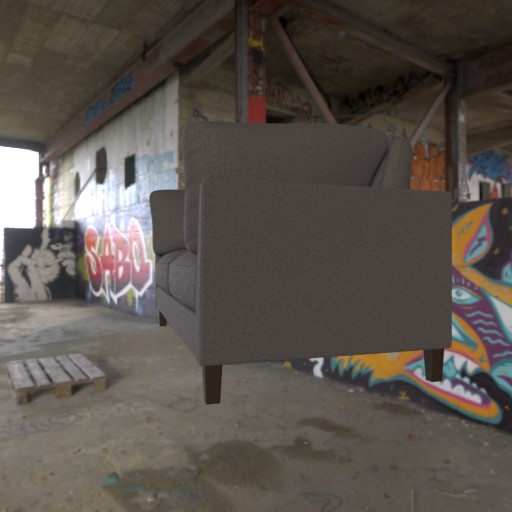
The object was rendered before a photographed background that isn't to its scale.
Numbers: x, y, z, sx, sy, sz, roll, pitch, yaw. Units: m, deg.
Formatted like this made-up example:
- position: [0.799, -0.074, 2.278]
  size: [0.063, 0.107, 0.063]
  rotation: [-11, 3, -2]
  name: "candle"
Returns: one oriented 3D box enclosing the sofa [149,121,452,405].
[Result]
- position: [0.000, 0.000, 2.274]
  size: [0.969, 0.920, 1.751]
  rotation: [0, 0, -17]
  name: "sofa"
